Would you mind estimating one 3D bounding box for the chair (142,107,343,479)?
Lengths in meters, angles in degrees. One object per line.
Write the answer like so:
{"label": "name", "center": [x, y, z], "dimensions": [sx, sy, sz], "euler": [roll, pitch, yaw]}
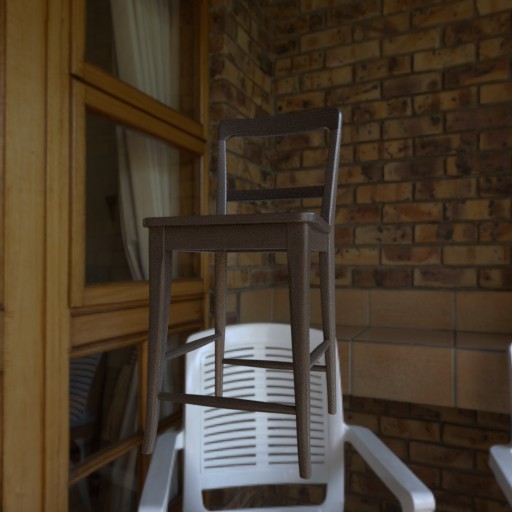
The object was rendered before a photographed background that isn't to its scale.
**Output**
{"label": "chair", "center": [0.000, 0.000, 1.296], "dimensions": [0.450, 0.991, 0.546], "euler": [0, -1, 18]}
